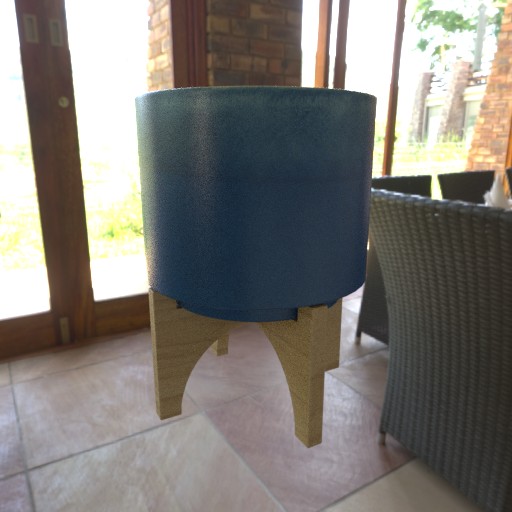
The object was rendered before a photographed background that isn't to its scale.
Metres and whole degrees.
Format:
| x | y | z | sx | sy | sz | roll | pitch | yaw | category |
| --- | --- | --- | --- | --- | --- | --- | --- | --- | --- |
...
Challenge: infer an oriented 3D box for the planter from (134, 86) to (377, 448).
| x | y | z | sx | sy | sz | roll | pitch | yaw | category |
| --- | --- | --- | --- | --- | --- | --- | --- | --- | --- |
| 0.000 | 0.000 | 0.395 | 0.192 | 0.263 | 0.192 | 0 | 14 | 0 | planter |
